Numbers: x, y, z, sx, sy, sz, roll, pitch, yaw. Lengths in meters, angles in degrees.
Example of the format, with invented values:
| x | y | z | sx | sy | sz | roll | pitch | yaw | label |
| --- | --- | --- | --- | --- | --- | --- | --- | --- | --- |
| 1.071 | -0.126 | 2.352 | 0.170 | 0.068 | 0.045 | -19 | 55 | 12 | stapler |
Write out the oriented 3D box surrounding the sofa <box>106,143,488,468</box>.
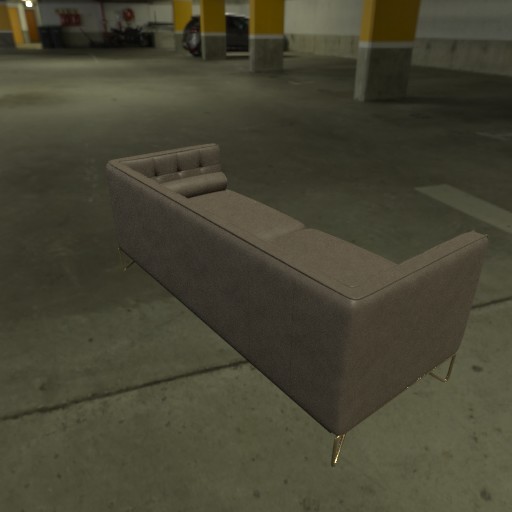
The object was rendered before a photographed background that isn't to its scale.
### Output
| x | y | z | sx | sy | sz | roll | pitch | yaw | label |
| --- | --- | --- | --- | --- | --- | --- | --- | --- | --- |
| 0.000 | 0.000 | 2.486 | 0.867 | 0.789 | 2.087 | -20 | 33 | -33 | sofa |
